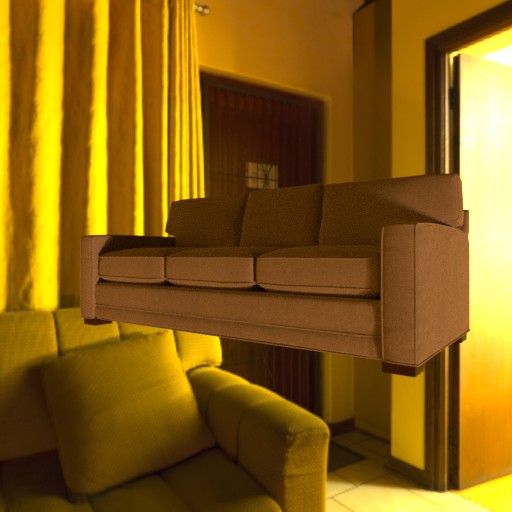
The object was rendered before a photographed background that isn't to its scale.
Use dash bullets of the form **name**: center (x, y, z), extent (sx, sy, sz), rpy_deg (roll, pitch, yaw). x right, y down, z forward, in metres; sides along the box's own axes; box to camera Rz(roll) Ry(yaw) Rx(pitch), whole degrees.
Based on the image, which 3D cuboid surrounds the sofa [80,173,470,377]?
- **sofa**: center (0.000, 0.000, 2.544), extent (2.093, 0.862, 0.936), rpy_deg (0, 0, 36)
